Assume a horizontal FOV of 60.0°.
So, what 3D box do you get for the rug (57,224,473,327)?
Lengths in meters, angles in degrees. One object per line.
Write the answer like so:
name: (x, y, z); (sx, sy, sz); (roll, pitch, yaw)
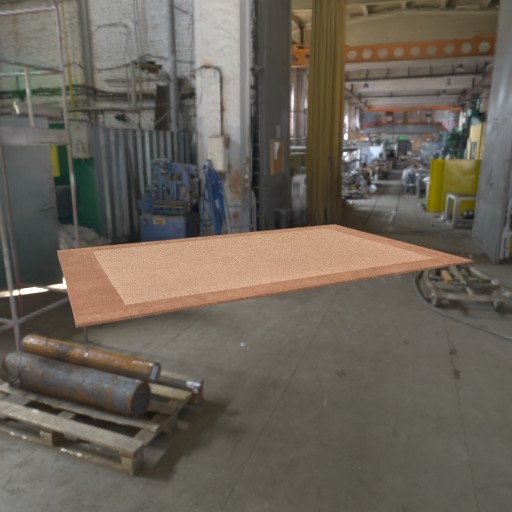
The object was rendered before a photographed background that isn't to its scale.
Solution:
rug: (0.000, 0.000, 3.048); (2.438, 0.014, 1.524); (-7, 16, -26)
